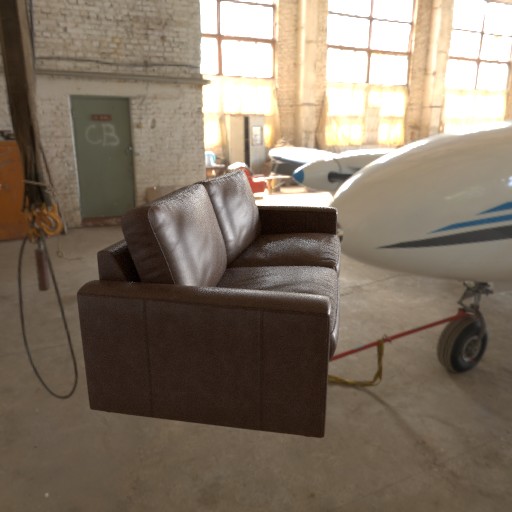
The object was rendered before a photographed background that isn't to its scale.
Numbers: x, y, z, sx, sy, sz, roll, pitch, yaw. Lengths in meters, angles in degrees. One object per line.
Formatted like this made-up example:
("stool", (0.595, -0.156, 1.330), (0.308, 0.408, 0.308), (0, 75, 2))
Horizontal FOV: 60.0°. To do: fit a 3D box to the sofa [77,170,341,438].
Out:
("sofa", (0.000, 0.000, 2.683), (1.016, 0.873, 2.179), (3, 16, 10))
